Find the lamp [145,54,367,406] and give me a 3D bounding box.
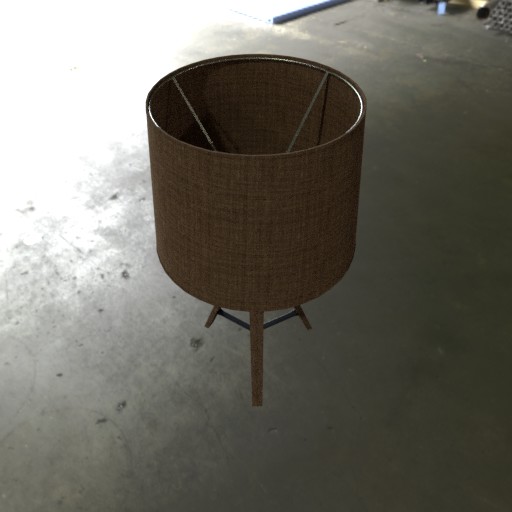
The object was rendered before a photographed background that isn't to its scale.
[{"bbox_3d":[0.000,0.000,0.685,0.290,0.514,0.290,0,45,0],"label":"lamp"}]
